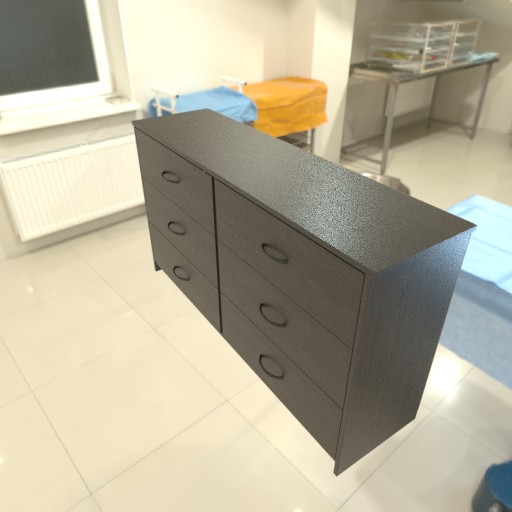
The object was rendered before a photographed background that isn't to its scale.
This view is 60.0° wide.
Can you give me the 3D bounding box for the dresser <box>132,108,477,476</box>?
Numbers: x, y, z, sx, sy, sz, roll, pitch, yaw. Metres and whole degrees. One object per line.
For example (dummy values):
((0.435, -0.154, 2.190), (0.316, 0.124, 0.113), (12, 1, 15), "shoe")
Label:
((0.000, 0.000, 1.677), (0.401, 0.755, 1.360), (-20, 38, -29), "dresser")
